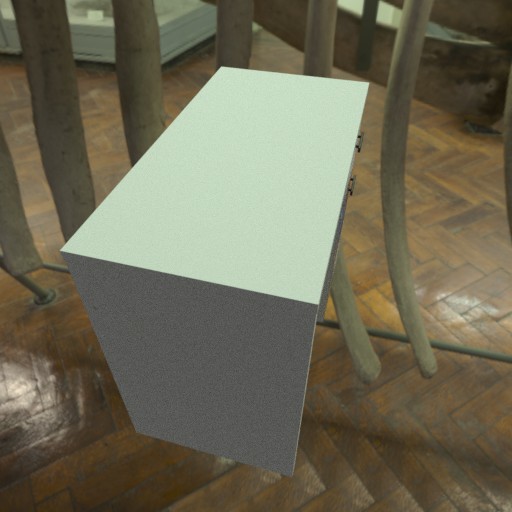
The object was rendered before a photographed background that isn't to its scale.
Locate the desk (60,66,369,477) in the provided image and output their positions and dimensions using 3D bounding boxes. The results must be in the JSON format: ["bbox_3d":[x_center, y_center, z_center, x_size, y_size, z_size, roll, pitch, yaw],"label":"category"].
[{"bbox_3d":[0.000,0.000,1.313,0.482,0.730,0.898,11,45,11],"label":"desk"}]
